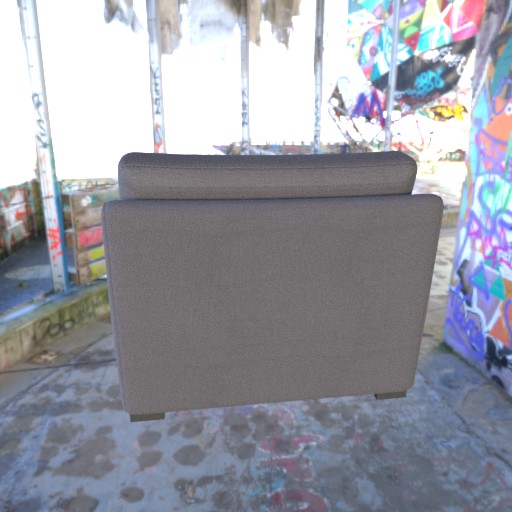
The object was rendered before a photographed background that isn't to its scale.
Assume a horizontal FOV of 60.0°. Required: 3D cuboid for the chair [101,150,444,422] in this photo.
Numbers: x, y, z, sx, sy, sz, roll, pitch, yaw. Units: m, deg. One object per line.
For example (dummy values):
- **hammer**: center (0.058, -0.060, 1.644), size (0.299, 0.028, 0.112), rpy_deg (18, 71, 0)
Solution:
- **chair**: center (0.000, 0.000, 1.987), size (1.168, 0.940, 1.143), rpy_deg (-2, 15, -8)
